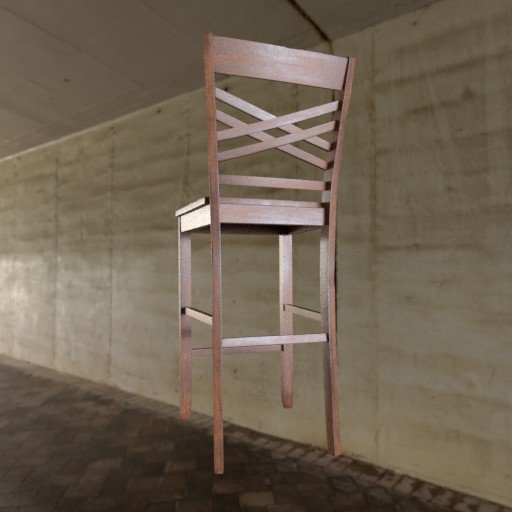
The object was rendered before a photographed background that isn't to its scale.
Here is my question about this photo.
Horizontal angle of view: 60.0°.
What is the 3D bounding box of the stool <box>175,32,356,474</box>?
[{"bbox_3d":[0.000,0.000,1.372,0.433,1.105,0.487,0,-1,-19],"label":"stool"}]
